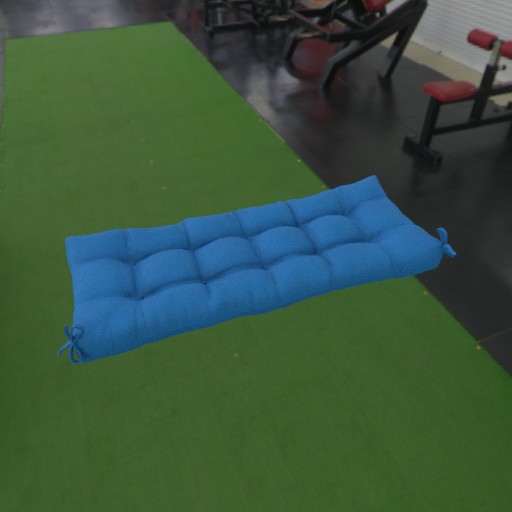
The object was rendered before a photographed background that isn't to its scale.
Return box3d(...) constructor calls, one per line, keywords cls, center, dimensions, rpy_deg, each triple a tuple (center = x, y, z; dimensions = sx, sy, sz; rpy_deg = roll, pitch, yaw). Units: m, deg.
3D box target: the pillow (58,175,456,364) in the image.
box3d(cls="pillow", center=(0.000, 0.000, 1.381), dimensions=(1.194, 0.174, 0.511), rpy_deg=(-13, 43, -15))
